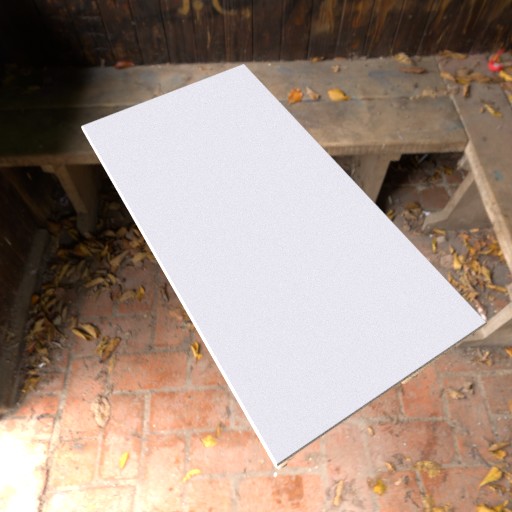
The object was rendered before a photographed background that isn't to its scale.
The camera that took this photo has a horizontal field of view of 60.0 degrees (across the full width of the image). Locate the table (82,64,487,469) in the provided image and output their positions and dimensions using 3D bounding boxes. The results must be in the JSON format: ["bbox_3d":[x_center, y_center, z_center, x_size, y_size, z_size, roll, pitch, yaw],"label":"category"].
[{"bbox_3d":[0.000,0.000,1.341,0.559,0.457,1.067,-28,63,-16],"label":"table"}]
